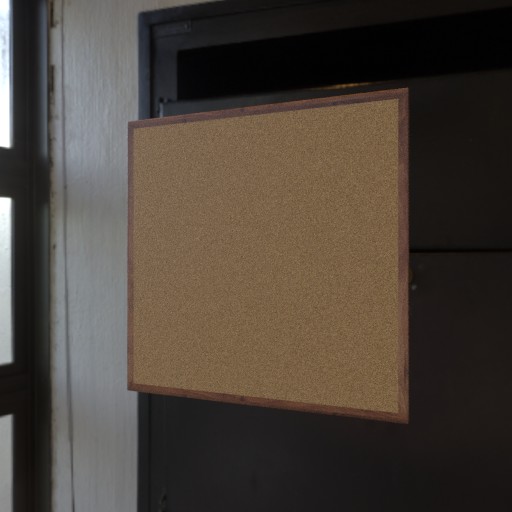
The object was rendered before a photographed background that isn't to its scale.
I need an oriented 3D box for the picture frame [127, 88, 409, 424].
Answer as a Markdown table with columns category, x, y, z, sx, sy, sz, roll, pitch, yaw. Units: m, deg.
| category | x | y | z | sx | sy | sz | roll | pitch | yaw |
| --- | --- | --- | --- | --- | --- | --- | --- | --- | --- |
| picture frame | 0.000 | 0.000 | 0.539 | 0.352 | 0.356 | 0.028 | 0 | 0 | 20 |
